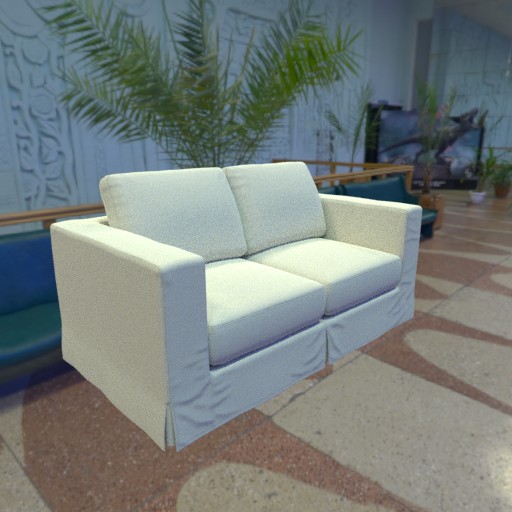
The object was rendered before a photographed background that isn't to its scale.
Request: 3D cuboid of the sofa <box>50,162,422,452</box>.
[{"bbox_3d":[0.000,0.000,2.407,1.813,0.932,1.009,-14,21,-42],"label":"sofa"}]
